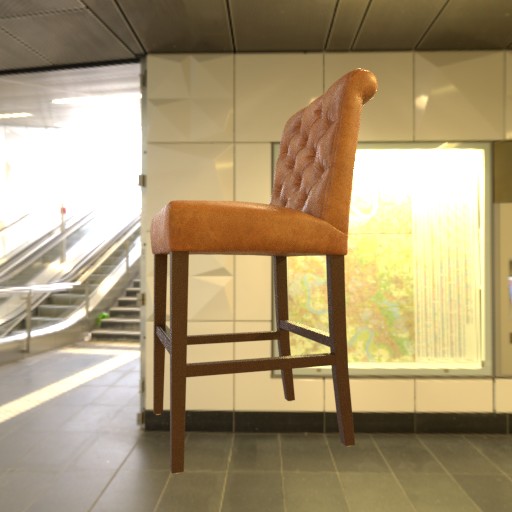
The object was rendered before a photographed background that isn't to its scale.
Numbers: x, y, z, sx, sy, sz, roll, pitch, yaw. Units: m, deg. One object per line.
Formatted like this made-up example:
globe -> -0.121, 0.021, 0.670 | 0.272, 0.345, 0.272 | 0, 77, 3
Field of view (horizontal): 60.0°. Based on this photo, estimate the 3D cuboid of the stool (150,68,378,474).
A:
stool -> 0.000, 0.000, 1.361 | 0.601, 1.047, 0.493 | 0, -1, -18
